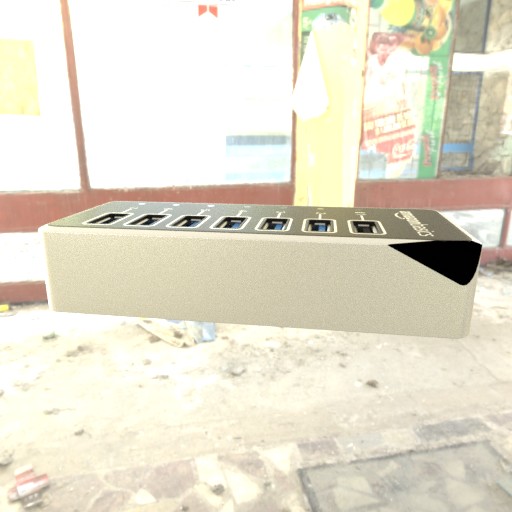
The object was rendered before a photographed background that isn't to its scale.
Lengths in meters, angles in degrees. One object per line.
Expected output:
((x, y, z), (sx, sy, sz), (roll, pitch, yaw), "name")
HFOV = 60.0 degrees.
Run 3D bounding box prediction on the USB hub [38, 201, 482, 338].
((0.000, 0.000, 0.129), (0.110, 0.023, 0.044), (3, 17, 8), "USB hub")
